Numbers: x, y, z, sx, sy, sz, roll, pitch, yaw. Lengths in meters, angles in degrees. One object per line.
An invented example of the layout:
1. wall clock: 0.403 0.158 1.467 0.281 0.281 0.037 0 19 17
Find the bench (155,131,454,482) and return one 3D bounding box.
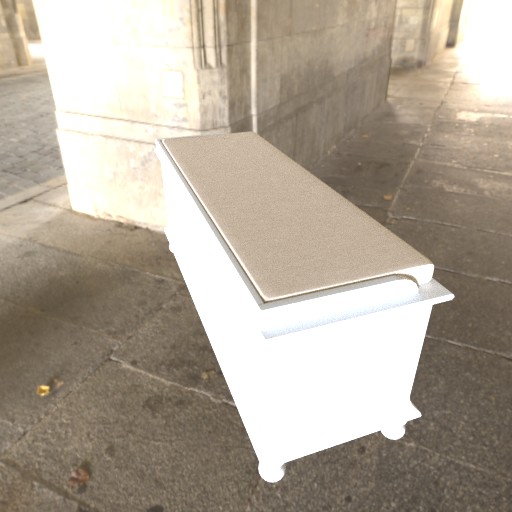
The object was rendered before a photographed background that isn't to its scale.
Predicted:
1. bench: 0.000 0.000 1.394 0.402 0.486 1.185 -10 32 -17
